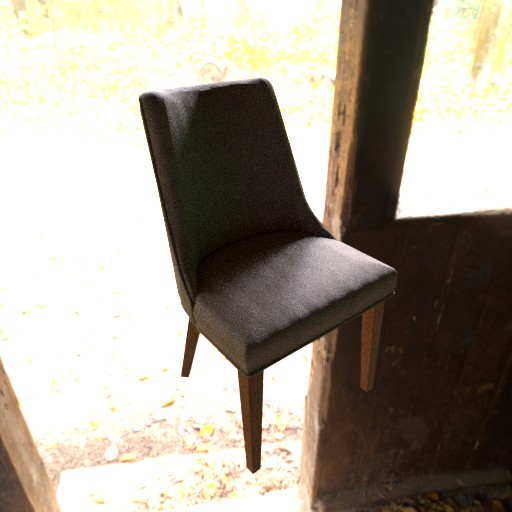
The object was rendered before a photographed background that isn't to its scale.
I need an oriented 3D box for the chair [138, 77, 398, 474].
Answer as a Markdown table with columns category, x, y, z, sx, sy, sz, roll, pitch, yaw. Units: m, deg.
| category | x | y | z | sx | sy | sz | roll | pitch | yaw |
| --- | --- | --- | --- | --- | --- | --- | --- | --- | --- |
| chair | 0.000 | 0.000 | 1.321 | 0.548 | 0.916 | 0.636 | -22 | 37 | -32 |
